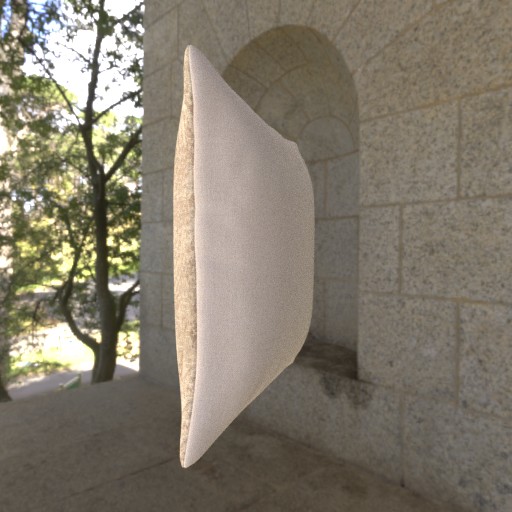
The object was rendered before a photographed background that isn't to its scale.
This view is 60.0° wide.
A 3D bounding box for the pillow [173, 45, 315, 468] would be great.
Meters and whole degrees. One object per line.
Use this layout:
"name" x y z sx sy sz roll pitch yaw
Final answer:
"pillow" 0.000 0.000 0.777 0.166 0.510 0.523 0 1 19
